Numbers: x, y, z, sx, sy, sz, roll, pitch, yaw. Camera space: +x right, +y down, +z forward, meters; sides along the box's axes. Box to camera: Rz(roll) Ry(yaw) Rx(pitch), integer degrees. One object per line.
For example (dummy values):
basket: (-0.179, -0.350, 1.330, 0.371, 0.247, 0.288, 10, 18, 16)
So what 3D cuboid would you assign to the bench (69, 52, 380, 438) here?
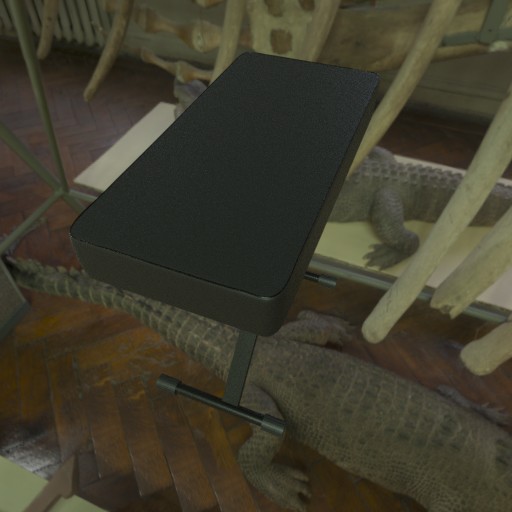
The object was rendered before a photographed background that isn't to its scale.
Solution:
bench: (0.000, 0.000, 0.914, 0.300, 0.561, 0.600, 16, 49, 15)
